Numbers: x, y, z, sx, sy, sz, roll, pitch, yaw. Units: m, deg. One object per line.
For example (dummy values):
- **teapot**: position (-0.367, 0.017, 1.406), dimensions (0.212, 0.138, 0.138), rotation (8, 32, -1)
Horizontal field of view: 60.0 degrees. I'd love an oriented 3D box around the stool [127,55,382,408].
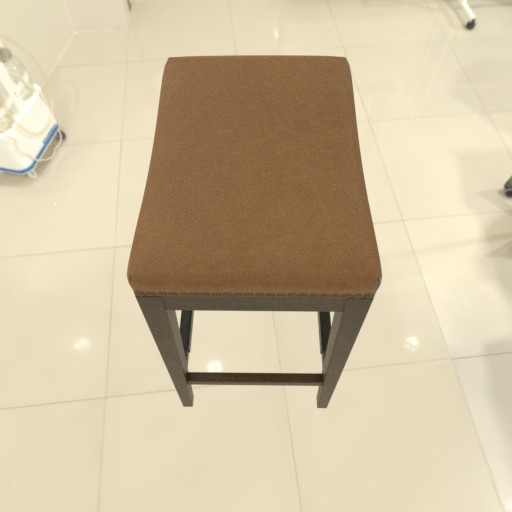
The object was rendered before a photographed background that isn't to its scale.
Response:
- **stool**: position (0.000, 0.000, 0.966), dimensions (0.361, 0.660, 0.500), rotation (1, 59, 0)
